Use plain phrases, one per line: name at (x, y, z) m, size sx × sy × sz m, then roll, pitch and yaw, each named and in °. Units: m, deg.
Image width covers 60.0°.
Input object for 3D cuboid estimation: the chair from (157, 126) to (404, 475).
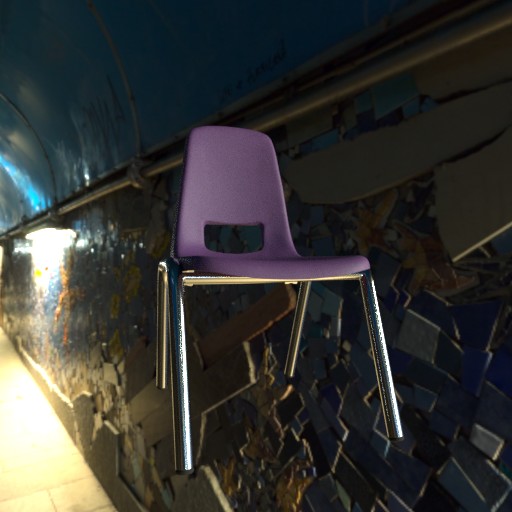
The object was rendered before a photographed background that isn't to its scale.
chair at (0.000, 0.000, 0.831) m, size 0.356 × 0.584 × 0.419 m, roll 0°, pitch 0°, yaw -18°
